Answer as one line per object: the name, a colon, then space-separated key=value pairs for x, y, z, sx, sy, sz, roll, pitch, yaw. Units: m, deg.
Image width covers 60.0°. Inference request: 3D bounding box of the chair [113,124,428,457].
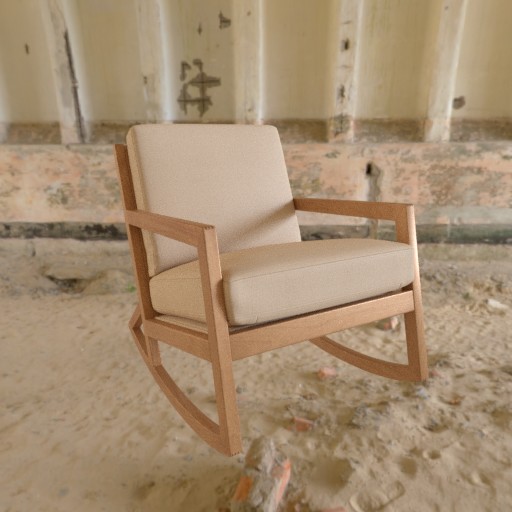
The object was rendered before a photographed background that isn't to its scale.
chair: x=0.000 y=0.000 z=1.370 sx=0.622 sy=0.790 sz=0.857 roll=-9 pitch=18 yaw=-29
